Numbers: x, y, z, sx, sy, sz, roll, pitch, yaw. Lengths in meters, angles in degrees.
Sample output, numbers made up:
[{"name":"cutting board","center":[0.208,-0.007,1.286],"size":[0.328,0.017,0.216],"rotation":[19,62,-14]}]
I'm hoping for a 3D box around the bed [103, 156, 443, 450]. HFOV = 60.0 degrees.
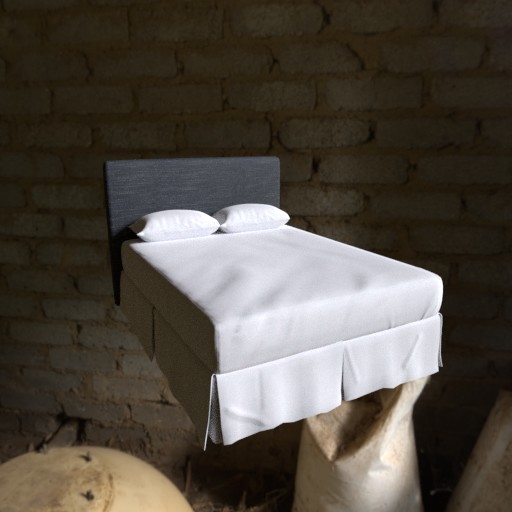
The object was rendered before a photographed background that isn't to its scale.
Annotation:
[{"name":"bed","center":[0.000,0.000,3.269],"size":[1.723,1.330,2.142],"rotation":[-8,17,-27]}]
